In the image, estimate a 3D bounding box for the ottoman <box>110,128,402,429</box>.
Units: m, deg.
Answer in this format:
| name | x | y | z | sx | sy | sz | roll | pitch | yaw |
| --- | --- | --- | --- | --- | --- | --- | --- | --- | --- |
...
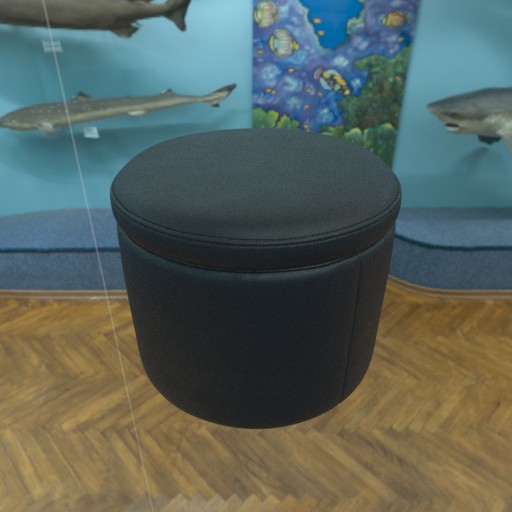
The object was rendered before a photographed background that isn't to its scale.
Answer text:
| name | x | y | z | sx | sy | sz | roll | pitch | yaw |
| --- | --- | --- | --- | --- | --- | --- | --- | --- | --- |
| ottoman | 0.000 | 0.000 | 0.869 | 0.501 | 0.409 | 0.501 | 0 | 31 | 0 |
